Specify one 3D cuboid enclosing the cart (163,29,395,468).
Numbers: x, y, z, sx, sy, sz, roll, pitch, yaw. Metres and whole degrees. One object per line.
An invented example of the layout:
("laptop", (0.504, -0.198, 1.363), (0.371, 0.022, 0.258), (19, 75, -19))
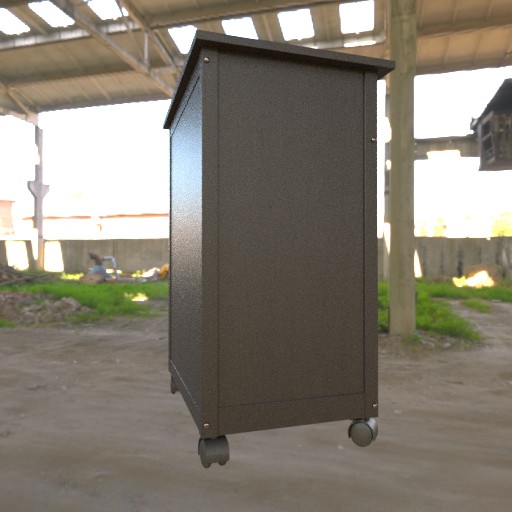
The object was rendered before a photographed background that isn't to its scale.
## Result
("cart", (0.000, 0.000, 1.245), (0.456, 0.879, 0.660), (0, 0, -18))
